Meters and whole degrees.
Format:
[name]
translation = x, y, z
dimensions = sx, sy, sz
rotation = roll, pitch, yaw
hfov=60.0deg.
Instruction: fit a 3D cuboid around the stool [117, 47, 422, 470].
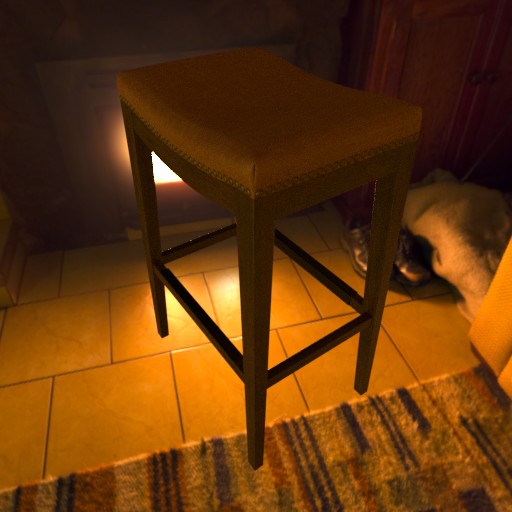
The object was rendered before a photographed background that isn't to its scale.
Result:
[stool]
translation = 0.000, 0.000, 1.004
dimensions = 0.361, 0.759, 0.500
rotation = -24, 45, -27
